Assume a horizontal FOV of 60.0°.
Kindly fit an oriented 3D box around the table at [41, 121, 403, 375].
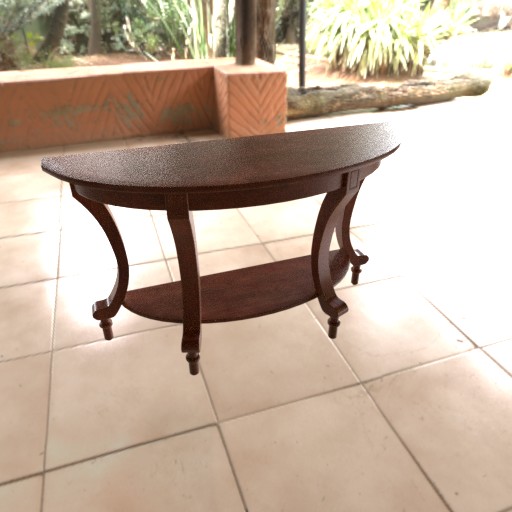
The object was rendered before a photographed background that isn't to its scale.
[{"bbox_3d":[0.000,0.000,1.499,1.198,0.699,0.394,-11,33,-17],"label":"table"}]
